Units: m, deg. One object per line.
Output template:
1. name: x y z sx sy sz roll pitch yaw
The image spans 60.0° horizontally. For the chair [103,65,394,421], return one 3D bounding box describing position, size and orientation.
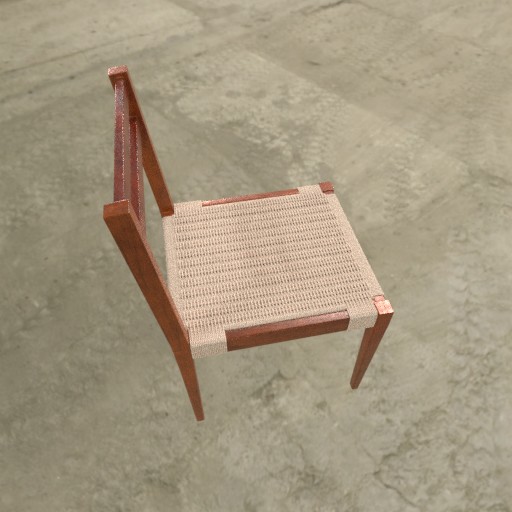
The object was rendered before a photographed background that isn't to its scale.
1. chair: 0.000 0.000 1.178 0.569 0.851 0.495 -9 49 -8
